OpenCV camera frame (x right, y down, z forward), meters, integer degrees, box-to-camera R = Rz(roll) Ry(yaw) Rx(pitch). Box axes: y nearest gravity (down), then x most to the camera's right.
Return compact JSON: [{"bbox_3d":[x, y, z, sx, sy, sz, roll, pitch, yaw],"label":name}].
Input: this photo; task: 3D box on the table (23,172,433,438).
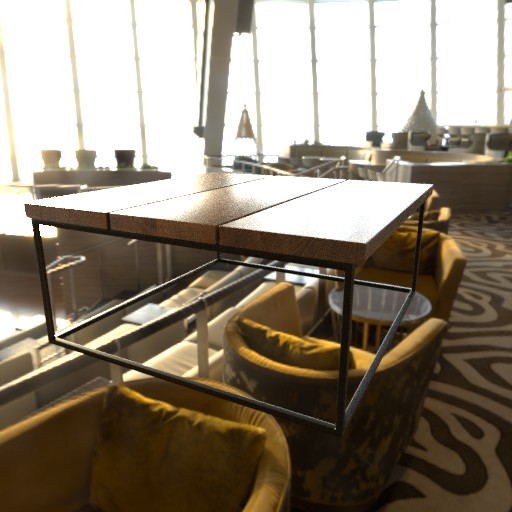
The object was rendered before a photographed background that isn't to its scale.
[{"bbox_3d":[0.000,0.000,1.394,0.900,0.400,0.900,8,18,27],"label":"table"}]
